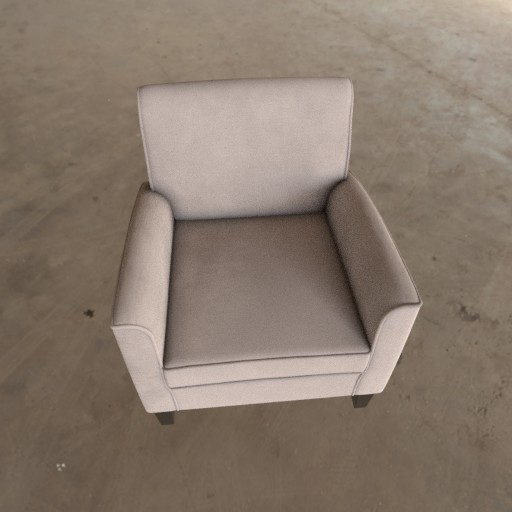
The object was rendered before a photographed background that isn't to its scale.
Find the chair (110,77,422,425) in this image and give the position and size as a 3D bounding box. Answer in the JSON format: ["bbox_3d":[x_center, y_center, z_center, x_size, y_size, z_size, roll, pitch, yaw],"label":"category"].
[{"bbox_3d":[0.000,0.000,1.541,0.820,0.915,0.821,-4,46,-4],"label":"chair"}]
